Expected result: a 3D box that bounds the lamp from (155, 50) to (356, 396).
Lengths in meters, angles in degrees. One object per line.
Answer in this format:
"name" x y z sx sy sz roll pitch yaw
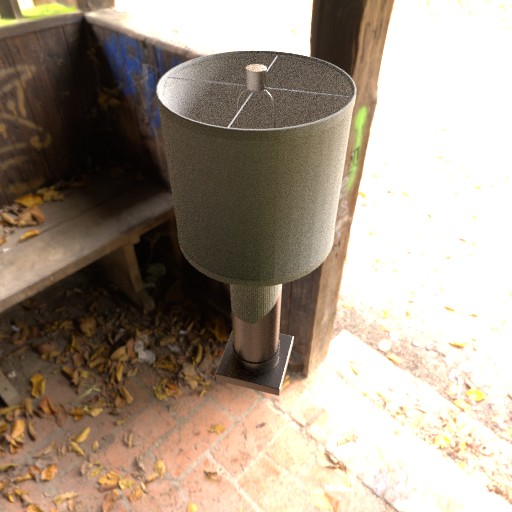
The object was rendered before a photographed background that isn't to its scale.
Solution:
"lamp" 0.000 0.000 0.613 0.202 0.509 0.202 11 44 11
